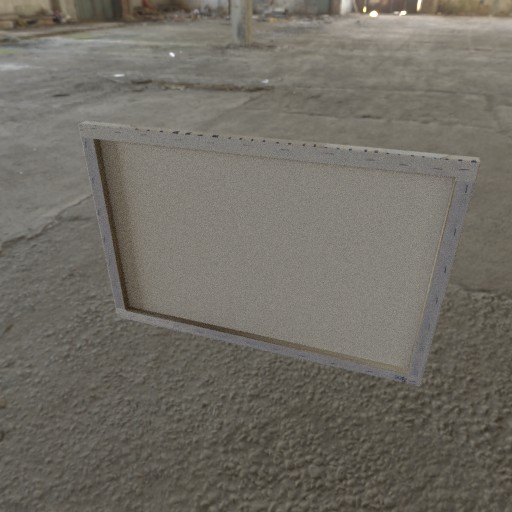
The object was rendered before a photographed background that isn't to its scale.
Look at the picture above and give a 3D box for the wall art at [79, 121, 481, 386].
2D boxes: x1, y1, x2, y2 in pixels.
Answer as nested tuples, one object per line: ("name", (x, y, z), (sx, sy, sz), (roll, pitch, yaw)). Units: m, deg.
("wall art", (0.000, 0.000, 1.422), (1.143, 0.757, 0.038), (10, 32, 16))
